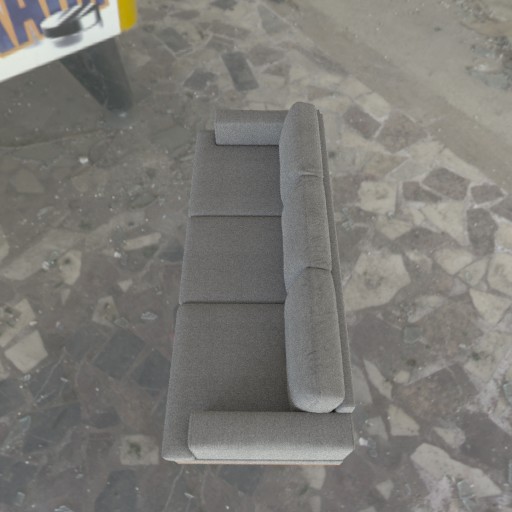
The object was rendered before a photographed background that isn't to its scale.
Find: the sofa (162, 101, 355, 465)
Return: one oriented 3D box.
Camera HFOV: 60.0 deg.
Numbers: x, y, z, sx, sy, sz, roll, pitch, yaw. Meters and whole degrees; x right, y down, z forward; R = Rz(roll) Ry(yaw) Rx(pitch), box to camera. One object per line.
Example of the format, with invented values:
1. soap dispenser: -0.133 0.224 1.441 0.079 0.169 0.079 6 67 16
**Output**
1. sofa: 0.000 0.000 2.748 0.920 0.810 2.310 0 58 0
